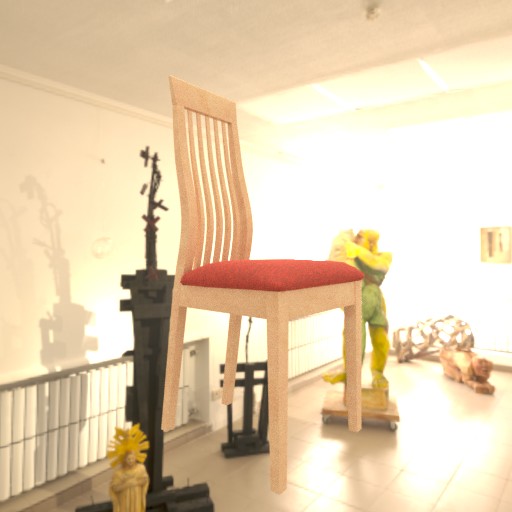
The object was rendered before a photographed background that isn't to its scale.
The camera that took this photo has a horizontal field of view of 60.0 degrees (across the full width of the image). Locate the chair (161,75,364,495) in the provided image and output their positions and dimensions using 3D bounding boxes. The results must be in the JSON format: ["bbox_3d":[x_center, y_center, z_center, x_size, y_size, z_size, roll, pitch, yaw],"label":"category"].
[{"bbox_3d":[0.000,0.000,1.264,0.474,1.027,0.460,1,1,37],"label":"chair"}]
